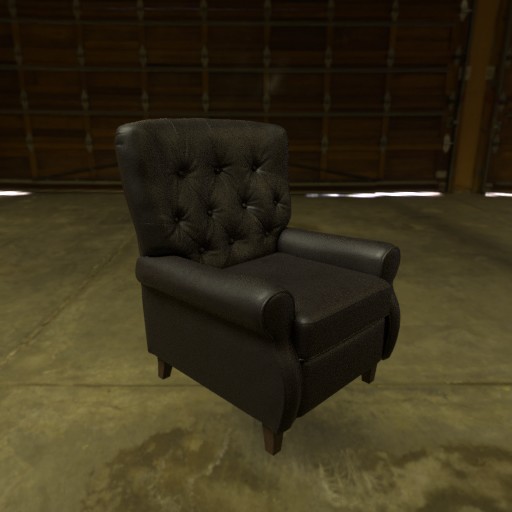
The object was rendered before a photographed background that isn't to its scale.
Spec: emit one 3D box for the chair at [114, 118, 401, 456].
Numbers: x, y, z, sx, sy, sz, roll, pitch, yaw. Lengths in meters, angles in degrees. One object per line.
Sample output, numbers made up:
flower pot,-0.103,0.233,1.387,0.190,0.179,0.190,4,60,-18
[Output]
chair,0.000,0.000,1.939,1.058,1.158,0.948,16,23,43
